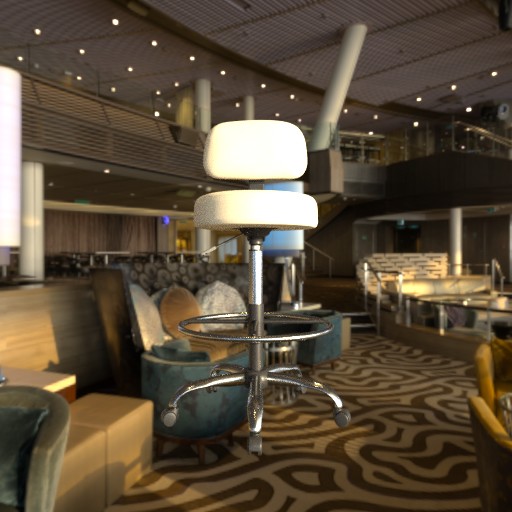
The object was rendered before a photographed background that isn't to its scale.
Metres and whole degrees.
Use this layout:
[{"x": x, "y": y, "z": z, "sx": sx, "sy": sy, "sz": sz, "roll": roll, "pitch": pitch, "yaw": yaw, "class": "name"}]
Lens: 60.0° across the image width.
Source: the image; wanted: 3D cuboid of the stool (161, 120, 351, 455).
[{"x": 0.000, "y": 0.000, "z": 1.490, "sx": 0.609, "sy": 1.080, "sz": 0.616, "roll": 0, "pitch": 0, "yaw": 1, "class": "stool"}]
